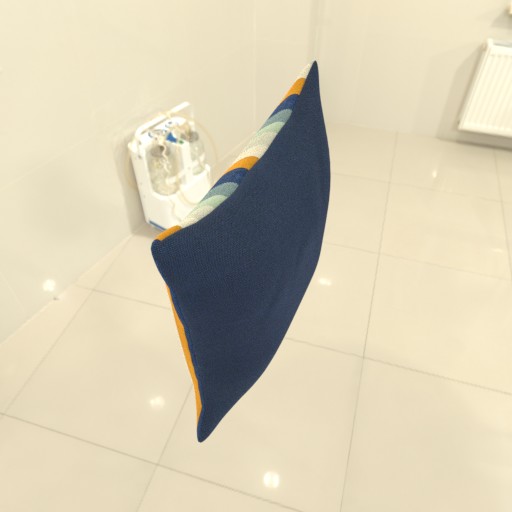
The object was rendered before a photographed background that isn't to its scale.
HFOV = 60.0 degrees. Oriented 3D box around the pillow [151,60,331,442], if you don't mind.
[{"bbox_3d":[0.000,0.000,0.710,0.173,0.454,0.463,17,48,16],"label":"pillow"}]
